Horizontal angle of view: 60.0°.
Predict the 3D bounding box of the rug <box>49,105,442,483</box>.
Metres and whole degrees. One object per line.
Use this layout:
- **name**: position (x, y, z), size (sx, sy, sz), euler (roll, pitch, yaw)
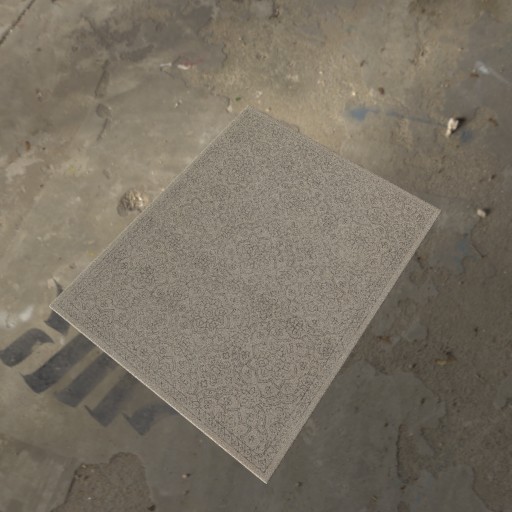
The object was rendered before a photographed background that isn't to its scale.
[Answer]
- **rug**: position (0.000, 0.000, 4.260), size (2.441, 0.015, 3.050), euler (33, 68, 15)
